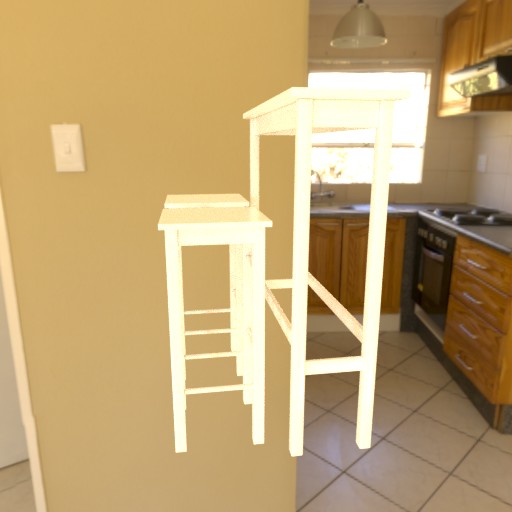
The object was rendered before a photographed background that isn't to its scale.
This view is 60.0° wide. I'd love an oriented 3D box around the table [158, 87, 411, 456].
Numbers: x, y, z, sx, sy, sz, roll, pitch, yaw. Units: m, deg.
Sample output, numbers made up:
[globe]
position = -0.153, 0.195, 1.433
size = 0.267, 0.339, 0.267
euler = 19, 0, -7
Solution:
[table]
position = 0.000, 0.000, 1.637
size = 0.650, 1.065, 0.915
euler = -2, 14, -9
